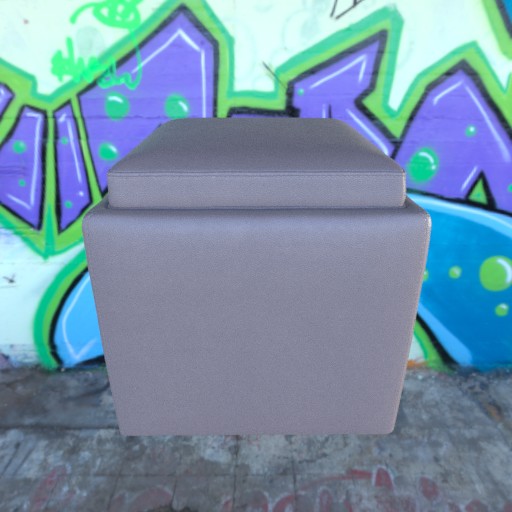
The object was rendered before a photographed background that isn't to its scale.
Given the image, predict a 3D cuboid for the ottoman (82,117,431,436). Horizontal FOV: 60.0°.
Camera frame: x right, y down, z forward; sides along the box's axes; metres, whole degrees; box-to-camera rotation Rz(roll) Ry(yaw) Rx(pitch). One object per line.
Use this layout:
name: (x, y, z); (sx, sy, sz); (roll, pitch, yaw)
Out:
ottoman: (0.000, 0.000, 0.807); (0.450, 0.460, 0.451); (0, 25, 0)
